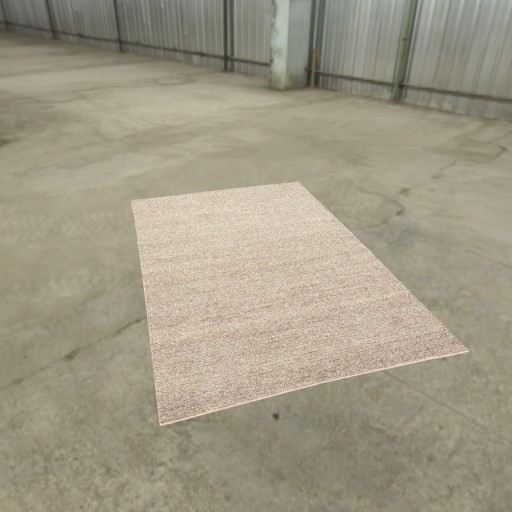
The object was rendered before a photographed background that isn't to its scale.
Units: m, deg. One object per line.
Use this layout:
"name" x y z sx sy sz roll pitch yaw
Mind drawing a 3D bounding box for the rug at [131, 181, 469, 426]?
"rug" 0.000 0.000 2.257 1.154 0.021 1.792 -9 32 -14
